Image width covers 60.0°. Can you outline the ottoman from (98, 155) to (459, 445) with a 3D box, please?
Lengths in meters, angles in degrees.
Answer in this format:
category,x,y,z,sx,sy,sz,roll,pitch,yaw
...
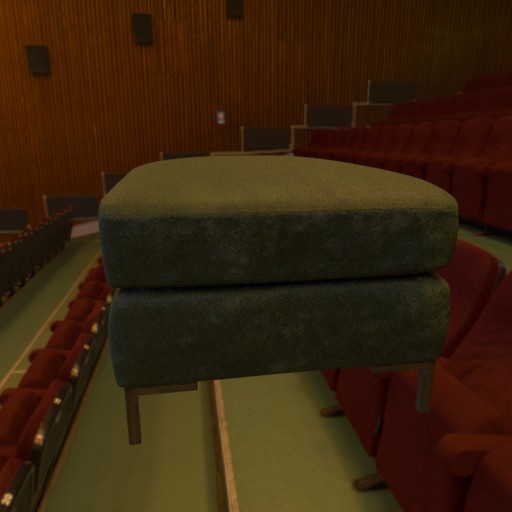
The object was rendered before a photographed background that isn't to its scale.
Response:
category,x,y,z,sx,sy,sz,roll,pitch,yaw
ottoman,0.000,0.000,1.248,0.701,0.538,0.839,-3,16,-9
